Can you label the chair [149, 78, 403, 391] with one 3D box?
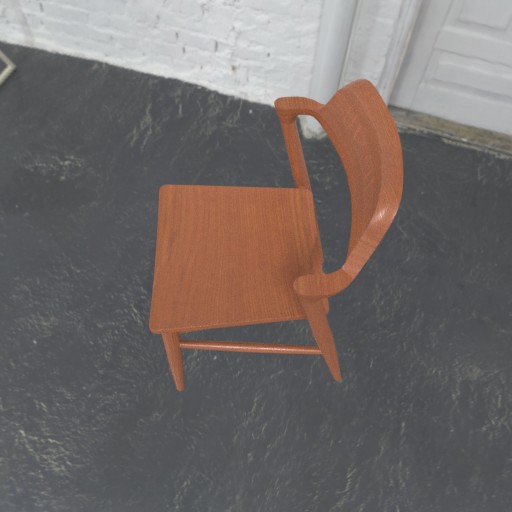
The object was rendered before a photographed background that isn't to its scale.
[{"bbox_3d":[0.000,0.000,1.107,0.499,0.801,0.496,-3,59,-1],"label":"chair"}]
